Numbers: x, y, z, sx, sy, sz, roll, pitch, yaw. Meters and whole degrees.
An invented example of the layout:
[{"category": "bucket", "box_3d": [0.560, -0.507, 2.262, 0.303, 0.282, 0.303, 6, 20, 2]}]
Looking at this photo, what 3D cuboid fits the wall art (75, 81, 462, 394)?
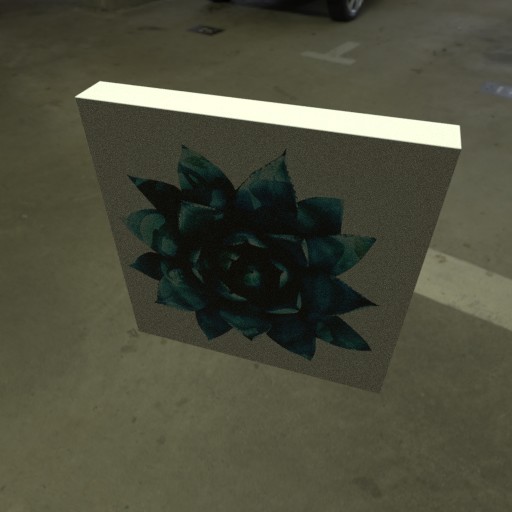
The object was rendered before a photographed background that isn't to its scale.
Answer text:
[{"category": "wall art", "box_3d": [0.000, 0.000, 0.449, 0.305, 0.305, 0.038, 12, 43, 13]}]
